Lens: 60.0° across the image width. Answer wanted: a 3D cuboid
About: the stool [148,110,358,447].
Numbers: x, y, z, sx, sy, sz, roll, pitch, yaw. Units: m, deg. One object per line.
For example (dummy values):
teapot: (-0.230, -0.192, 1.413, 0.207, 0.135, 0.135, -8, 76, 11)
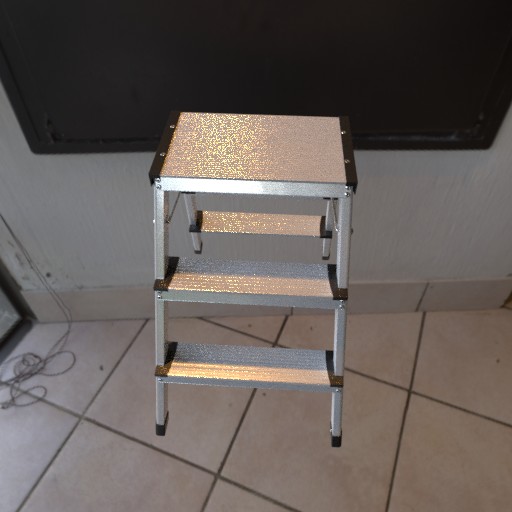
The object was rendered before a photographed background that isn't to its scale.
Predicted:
stool: (0.000, 0.000, 1.017, 0.437, 0.605, 0.622, 3, 48, 2)
